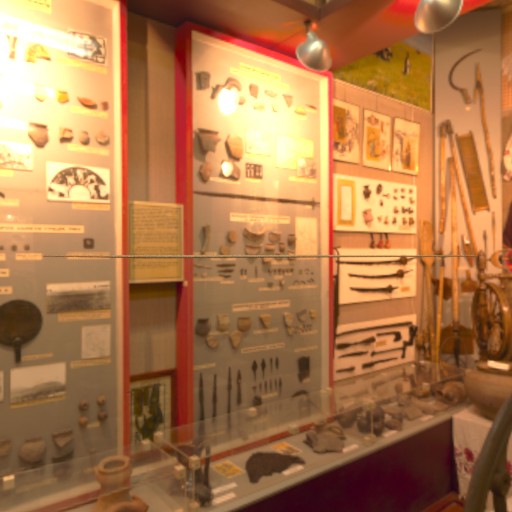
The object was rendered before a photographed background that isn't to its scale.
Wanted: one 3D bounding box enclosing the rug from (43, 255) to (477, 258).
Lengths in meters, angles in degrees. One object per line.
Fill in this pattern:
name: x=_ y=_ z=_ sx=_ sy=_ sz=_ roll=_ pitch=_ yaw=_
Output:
rug: x=0.000 y=0.000 z=3.867 sx=2.980 sy=0.012 sz=2.363 roll=0 pitch=0 yaw=-36
